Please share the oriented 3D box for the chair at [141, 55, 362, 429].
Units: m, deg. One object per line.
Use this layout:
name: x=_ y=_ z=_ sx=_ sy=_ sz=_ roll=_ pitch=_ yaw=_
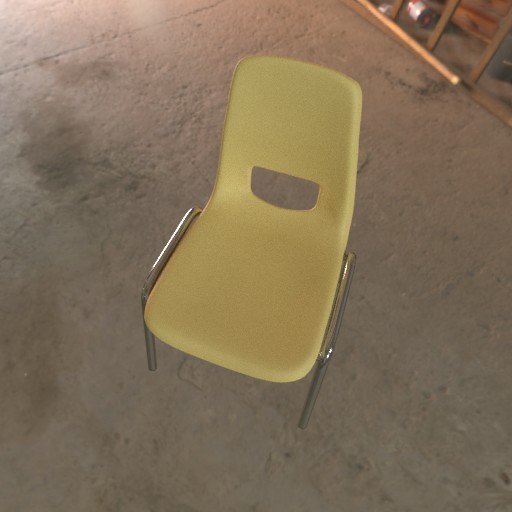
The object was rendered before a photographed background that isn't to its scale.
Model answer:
chair: x=0.000 y=0.000 z=0.789 sx=0.354 sy=0.536 sz=0.385 roll=17 pitch=59 yaw=11
